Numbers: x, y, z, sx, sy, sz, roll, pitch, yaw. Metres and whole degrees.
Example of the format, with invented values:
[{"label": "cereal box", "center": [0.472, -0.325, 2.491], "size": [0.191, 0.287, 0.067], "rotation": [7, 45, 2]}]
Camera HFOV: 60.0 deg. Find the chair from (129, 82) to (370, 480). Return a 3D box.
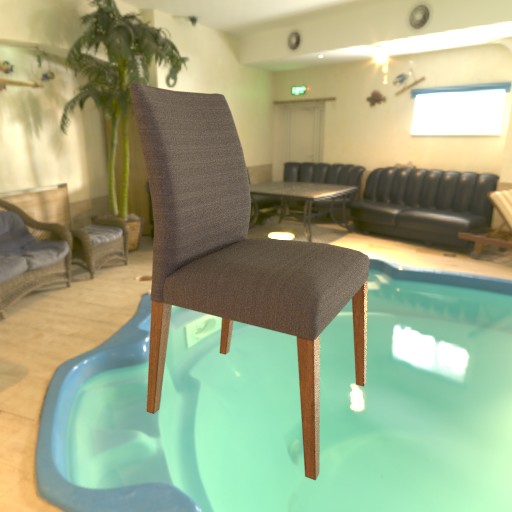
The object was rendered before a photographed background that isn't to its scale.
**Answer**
[{"label": "chair", "center": [0.000, 0.000, 1.297], "size": [0.585, 0.940, 0.496], "rotation": [8, 18, 26]}]
